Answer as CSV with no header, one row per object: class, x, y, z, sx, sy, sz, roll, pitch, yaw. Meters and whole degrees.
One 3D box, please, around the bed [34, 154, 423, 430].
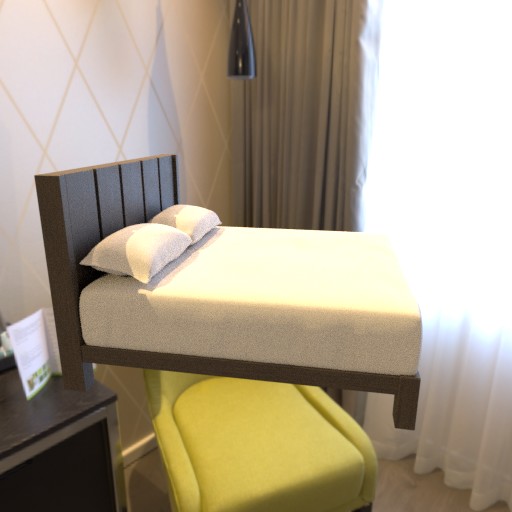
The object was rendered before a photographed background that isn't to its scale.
bed,0.000,0.000,3.094,1.992,1.261,1.735,3,17,10
